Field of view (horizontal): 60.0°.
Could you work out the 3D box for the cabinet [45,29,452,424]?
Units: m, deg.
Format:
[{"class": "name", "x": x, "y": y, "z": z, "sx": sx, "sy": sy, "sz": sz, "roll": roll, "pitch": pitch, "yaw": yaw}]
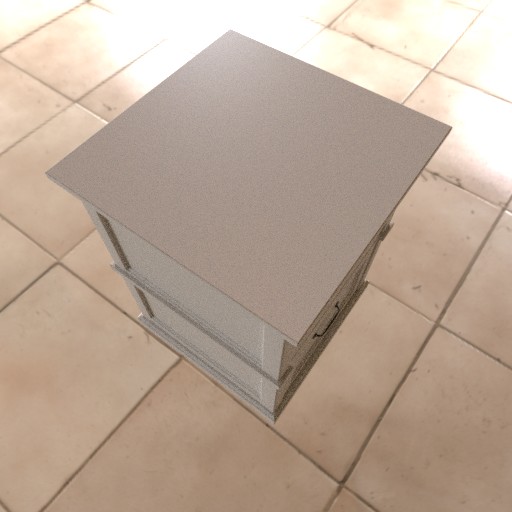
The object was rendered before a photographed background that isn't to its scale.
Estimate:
[{"class": "cabinet", "x": 0.000, "y": 0.000, "z": 1.158, "sx": 0.547, "sy": 0.775, "sz": 0.544, "roll": 32, "pitch": 64, "yaw": 18}]
